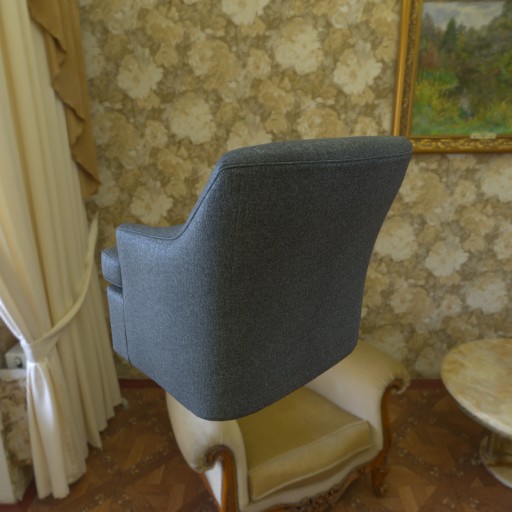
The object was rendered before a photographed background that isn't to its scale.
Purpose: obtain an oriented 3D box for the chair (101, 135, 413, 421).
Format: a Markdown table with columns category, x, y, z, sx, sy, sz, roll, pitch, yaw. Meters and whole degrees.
| category | x | y | z | sx | sy | sz | roll | pitch | yaw |
| --- | --- | --- | --- | --- | --- | --- | --- | --- | --- |
| chair | 0.000 | 0.000 | 1.603 | 0.864 | 0.856 | 0.923 | -16 | 23 | -42 |
